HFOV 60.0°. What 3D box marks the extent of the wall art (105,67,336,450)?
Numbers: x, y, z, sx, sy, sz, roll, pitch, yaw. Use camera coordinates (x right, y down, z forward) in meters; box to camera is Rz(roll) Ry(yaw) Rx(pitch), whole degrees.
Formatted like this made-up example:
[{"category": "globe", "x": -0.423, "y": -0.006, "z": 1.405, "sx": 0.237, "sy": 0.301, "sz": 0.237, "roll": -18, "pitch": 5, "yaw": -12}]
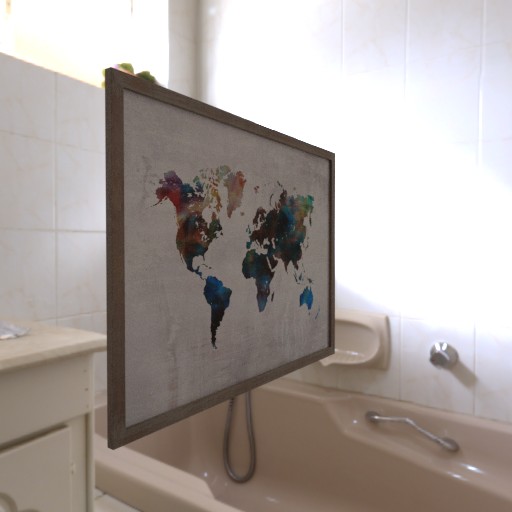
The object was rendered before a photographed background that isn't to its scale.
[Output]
[{"category": "wall art", "x": 0.000, "y": 0.000, "z": 1.309, "sx": 0.019, "sy": 0.774, "sz": 1.012, "roll": 1, "pitch": 1, "yaw": 36}]
